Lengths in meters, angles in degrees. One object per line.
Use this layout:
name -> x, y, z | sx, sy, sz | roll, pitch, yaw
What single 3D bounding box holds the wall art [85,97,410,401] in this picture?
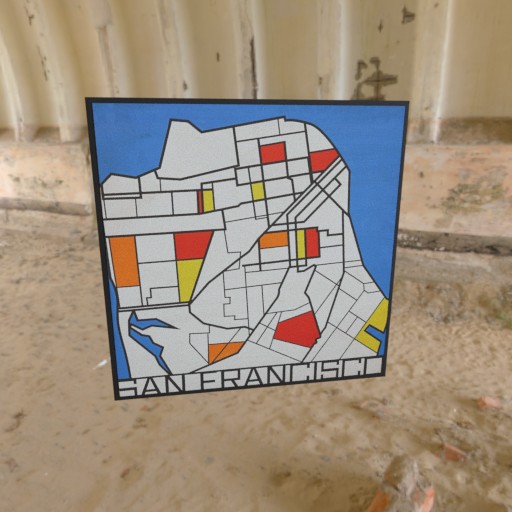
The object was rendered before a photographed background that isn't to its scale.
wall art -> 0.000, 0.000, 0.992 | 0.664, 0.663, 0.015 | -2, 16, -9
